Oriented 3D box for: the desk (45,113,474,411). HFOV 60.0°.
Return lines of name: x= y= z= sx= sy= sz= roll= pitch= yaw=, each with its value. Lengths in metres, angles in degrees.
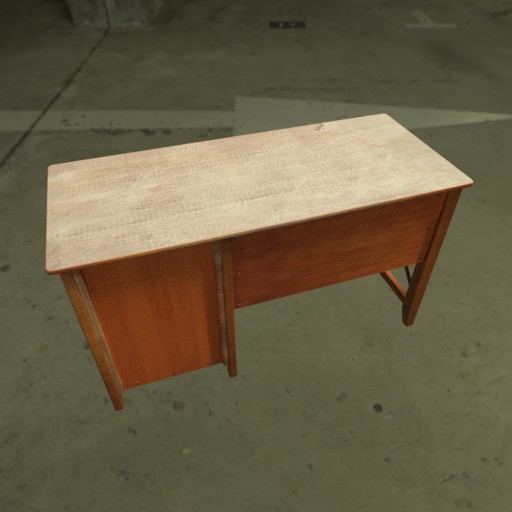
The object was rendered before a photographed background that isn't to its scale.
desk: x=0.000 y=0.000 z=1.767 sx=1.353 sy=0.756 sz=0.574 roll=-13 pitch=43 yaw=-14
